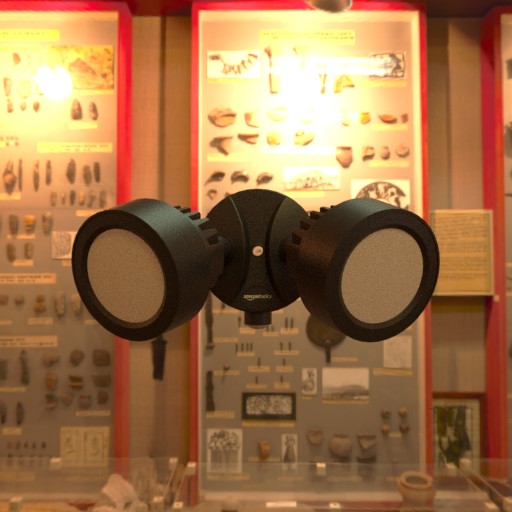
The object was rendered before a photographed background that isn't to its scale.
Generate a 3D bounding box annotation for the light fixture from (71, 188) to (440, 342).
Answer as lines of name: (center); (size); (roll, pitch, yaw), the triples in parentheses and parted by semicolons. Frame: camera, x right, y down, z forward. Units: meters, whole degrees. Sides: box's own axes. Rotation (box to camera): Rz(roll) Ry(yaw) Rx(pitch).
light fixture: (0.000, 0.000, 0.308); (0.213, 0.120, 0.168); (0, -1, 1)
